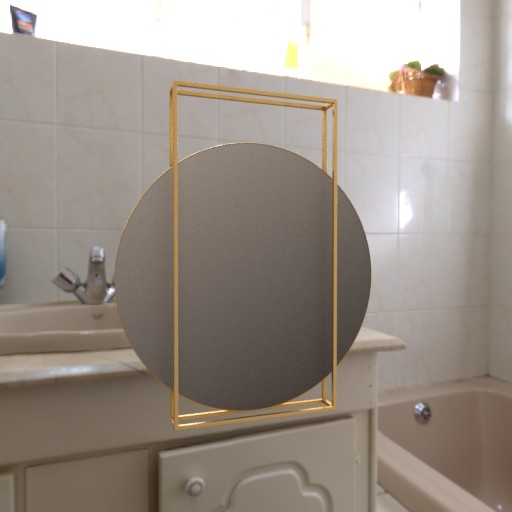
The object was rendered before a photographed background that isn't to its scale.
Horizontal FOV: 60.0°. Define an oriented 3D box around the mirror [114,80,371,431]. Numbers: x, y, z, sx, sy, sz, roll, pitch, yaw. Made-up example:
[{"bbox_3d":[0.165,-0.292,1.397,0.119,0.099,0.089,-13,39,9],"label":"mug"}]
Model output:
[{"bbox_3d":[0.000,0.000,0.835,0.508,0.603,0.051,0,1,-18],"label":"mirror"}]
